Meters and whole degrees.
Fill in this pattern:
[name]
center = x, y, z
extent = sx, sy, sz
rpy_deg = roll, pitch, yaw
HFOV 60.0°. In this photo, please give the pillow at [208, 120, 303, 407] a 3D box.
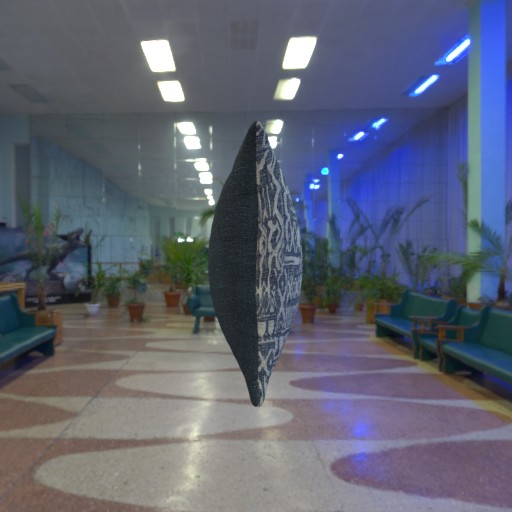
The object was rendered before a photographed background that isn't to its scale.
[pillow]
center = 0.000, 0.000, 0.750
extent = 0.148, 0.292, 0.631
rpy_deg = 0, 1, 0
